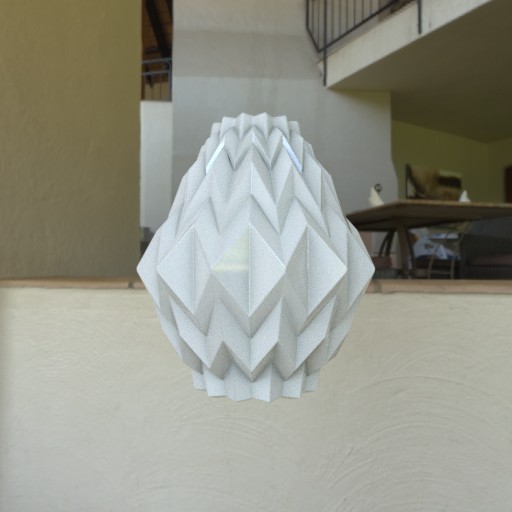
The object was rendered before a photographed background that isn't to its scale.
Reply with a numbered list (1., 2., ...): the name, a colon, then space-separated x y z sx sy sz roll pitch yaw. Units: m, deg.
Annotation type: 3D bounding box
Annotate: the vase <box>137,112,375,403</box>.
1. vase: 0.000 0.000 0.314 0.164 0.185 0.164 0 -1 0
